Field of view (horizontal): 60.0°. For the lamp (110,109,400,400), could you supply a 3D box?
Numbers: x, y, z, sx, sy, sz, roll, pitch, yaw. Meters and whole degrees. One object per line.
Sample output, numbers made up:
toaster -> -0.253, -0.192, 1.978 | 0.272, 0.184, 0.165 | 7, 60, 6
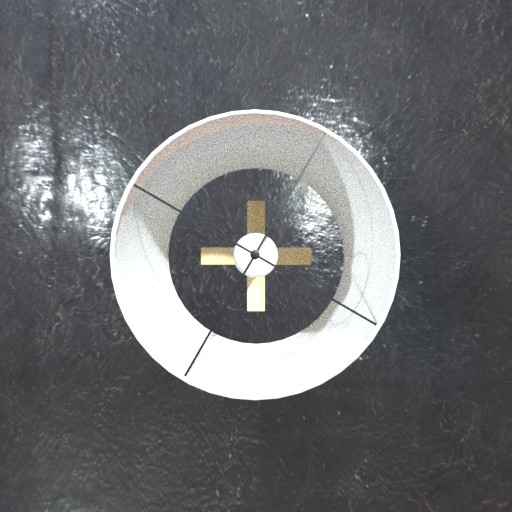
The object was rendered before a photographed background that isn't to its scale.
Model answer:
lamp -> 0.000, 0.000, 0.560 | 0.229, 0.428, 0.229 | 0, 90, 0
